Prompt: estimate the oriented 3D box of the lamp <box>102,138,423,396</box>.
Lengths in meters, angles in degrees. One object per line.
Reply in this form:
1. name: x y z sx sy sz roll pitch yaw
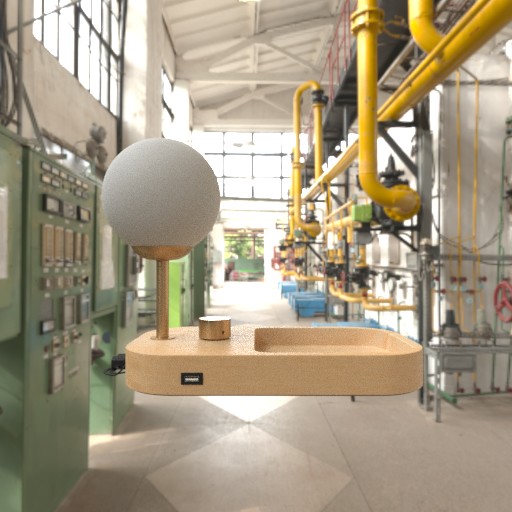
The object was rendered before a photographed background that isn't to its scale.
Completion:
1. lamp: 0.000 0.000 0.480 0.331 0.253 0.173 0 -1 0
